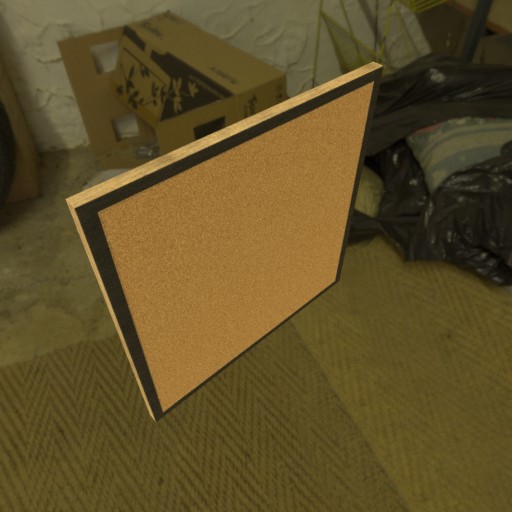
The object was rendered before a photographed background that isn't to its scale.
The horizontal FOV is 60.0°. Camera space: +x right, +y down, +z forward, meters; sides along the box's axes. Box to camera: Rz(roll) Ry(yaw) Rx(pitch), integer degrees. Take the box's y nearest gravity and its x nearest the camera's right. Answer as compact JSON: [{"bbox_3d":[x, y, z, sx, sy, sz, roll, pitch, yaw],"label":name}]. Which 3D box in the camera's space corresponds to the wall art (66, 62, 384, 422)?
[{"bbox_3d":[0.000,0.000,1.024,0.695,0.691,0.029,-33,54,-28],"label":"wall art"}]
